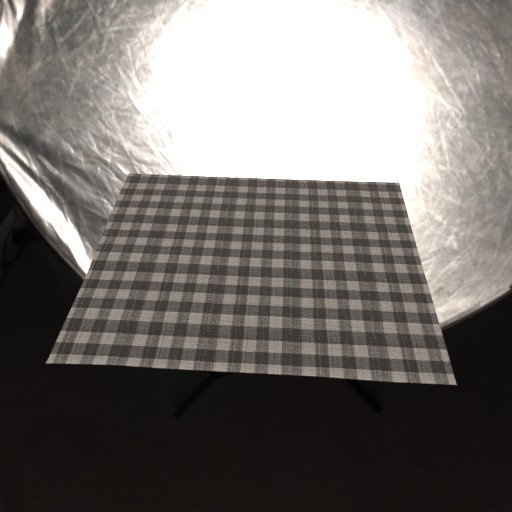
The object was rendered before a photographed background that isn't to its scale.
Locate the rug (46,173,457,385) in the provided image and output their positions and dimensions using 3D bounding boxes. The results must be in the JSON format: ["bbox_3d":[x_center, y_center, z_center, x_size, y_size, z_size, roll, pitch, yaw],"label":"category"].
[{"bbox_3d":[0.000,0.000,4.083,3.021,0.013,2.432,2,46,2],"label":"rug"}]
